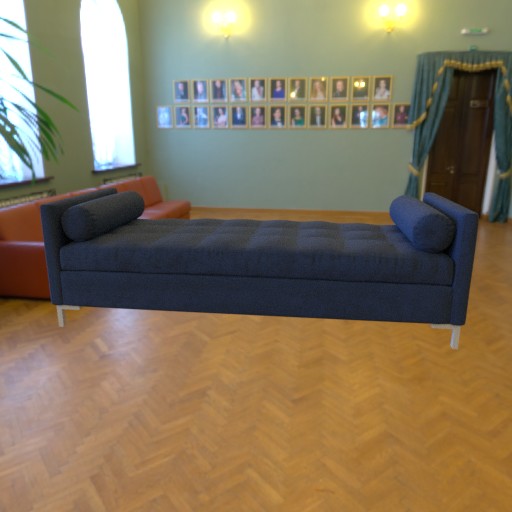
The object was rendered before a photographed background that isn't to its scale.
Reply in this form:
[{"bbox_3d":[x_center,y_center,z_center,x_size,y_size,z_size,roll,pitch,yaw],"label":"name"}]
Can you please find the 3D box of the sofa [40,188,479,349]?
[{"bbox_3d":[0.000,0.000,2.508,2.102,0.657,0.797,2,15,7],"label":"sofa"}]
